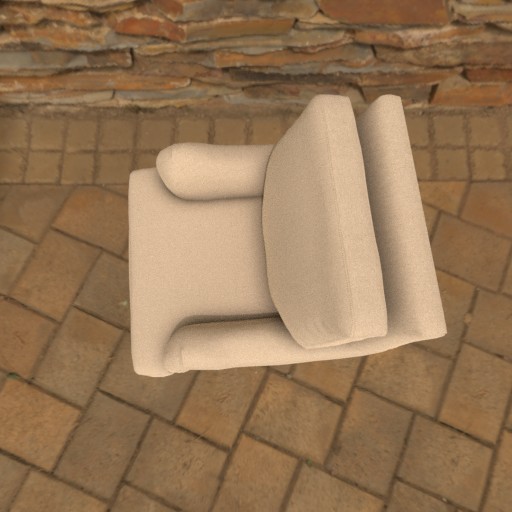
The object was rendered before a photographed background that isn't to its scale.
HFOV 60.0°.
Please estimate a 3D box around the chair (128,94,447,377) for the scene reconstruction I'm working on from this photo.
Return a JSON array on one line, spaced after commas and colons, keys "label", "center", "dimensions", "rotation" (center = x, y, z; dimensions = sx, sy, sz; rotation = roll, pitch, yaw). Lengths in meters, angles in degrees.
[{"label": "chair", "center": [0.000, 0.000, 1.836], "dimensions": [1.078, 1.076, 0.895], "rotation": [-5, 75, -1]}]
